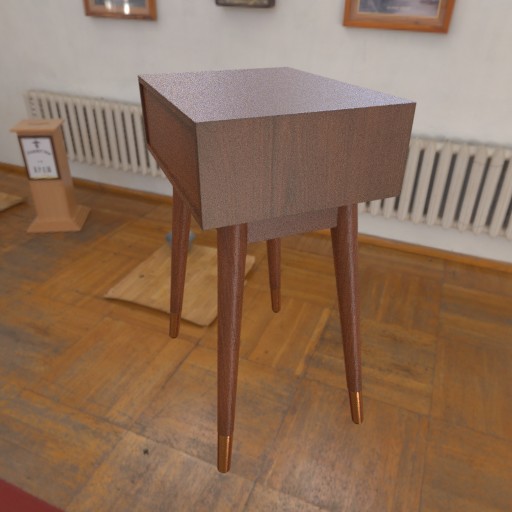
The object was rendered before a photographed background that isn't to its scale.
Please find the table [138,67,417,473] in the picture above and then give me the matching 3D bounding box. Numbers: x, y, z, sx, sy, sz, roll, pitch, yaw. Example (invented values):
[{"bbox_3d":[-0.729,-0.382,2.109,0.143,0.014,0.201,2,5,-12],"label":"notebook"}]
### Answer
[{"bbox_3d":[0.000,0.000,0.827,0.300,0.599,0.406,-11,32,-19],"label":"table"}]
